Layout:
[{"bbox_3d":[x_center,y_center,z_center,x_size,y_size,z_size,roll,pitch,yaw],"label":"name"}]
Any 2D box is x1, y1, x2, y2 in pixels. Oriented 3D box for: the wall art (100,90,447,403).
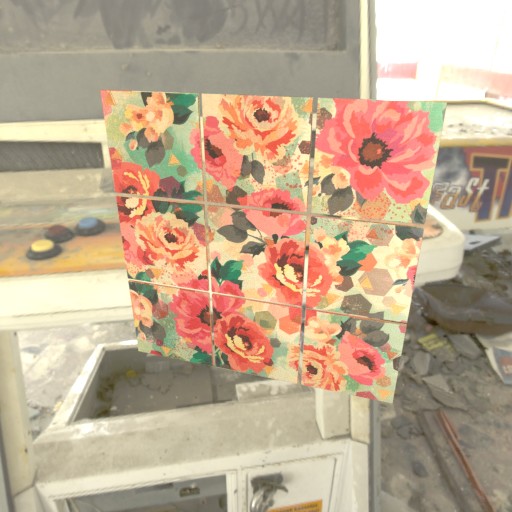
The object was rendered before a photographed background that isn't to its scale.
[{"bbox_3d":[0.000,0.000,1.778,1.216,1.220,0.013,8,27,15],"label":"wall art"}]
